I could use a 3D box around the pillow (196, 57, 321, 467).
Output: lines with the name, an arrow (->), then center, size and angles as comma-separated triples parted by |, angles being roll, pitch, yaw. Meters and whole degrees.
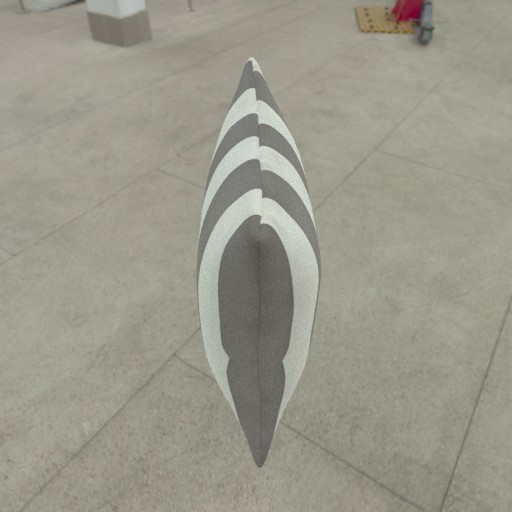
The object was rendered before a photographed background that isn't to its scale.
pillow -> 0.000, 0.000, 0.773 | 0.192, 0.507, 0.522 | -1, 42, -1
